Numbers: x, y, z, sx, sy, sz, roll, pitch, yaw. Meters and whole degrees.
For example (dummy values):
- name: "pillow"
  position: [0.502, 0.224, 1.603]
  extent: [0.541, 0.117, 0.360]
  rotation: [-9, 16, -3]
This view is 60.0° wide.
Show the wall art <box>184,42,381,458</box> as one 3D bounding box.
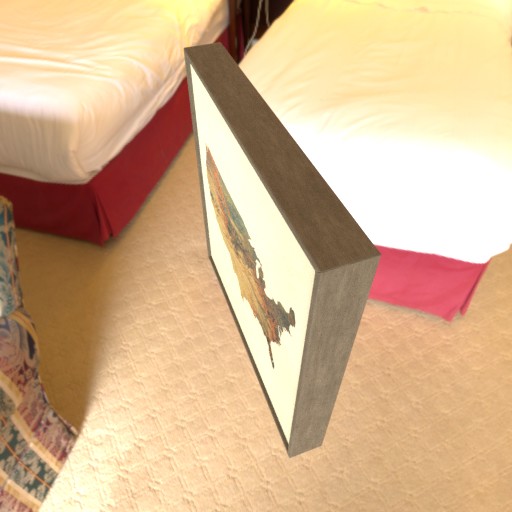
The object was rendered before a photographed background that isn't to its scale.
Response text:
- name: "wall art"
  position: [0.000, 0.000, 0.450]
  extent: [0.038, 0.302, 0.303]
  rotation: [-15, 50, -13]
